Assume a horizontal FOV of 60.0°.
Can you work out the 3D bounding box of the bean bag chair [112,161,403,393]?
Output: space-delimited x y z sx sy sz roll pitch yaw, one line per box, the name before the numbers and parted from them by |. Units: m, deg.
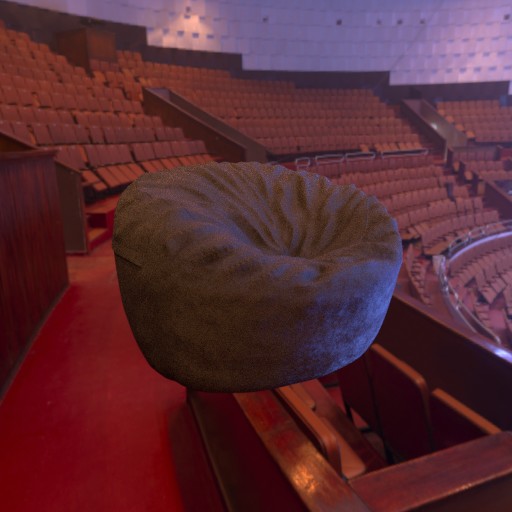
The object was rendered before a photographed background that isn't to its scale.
bean bag chair | 0.000 0.000 2.044 1.245 0.821 1.245 0 15 0
